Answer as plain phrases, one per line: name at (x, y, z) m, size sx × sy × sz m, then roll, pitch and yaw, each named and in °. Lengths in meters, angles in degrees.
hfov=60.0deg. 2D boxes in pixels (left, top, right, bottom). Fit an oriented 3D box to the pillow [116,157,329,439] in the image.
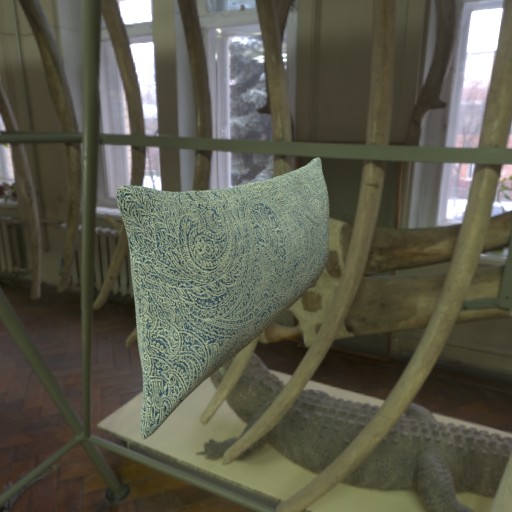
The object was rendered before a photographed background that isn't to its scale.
pillow at (0.000, 0.000, 0.738) m, size 0.151 × 0.295 × 0.615 m, roll 8°, pitch 17°, yaw 25°
